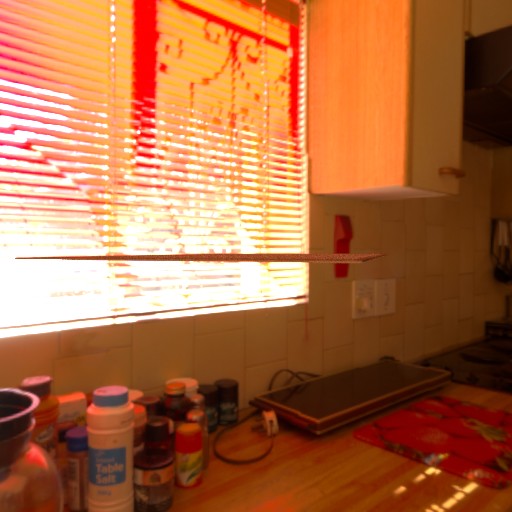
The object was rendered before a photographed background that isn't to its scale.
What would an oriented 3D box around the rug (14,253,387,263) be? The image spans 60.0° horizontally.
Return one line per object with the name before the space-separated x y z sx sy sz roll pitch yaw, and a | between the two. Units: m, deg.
rug | 0.000 0.000 2.255 1.219 0.010 1.829 0 1 19
